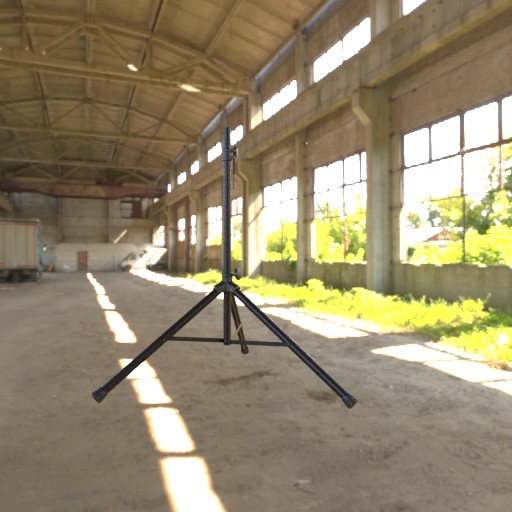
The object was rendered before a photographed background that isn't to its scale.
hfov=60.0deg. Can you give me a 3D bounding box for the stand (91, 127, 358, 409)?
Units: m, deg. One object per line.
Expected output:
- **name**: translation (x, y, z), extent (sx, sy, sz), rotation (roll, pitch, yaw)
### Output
- **stand**: translation (0.000, 0.000, 1.892), extent (0.907, 1.136, 1.045), rotation (0, 0, 35)
